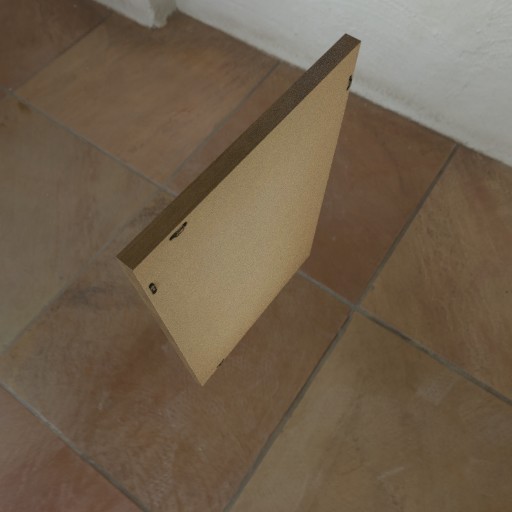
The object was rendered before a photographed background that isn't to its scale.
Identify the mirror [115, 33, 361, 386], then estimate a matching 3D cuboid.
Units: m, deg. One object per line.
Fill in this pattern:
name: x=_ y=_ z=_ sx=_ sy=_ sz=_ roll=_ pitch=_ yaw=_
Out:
mirror: x=0.000 y=0.000 z=1.150 sx=0.041 sy=0.915 sz=0.609 roll=35 pitch=69 yaw=16
